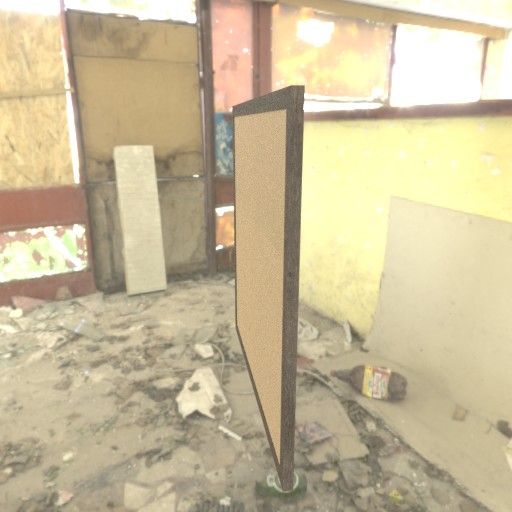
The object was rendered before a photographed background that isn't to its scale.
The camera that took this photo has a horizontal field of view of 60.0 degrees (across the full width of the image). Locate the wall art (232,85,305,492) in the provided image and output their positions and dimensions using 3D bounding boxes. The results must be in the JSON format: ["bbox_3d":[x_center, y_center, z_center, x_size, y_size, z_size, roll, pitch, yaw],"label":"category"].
[{"bbox_3d":[0.000,0.000,0.685,0.013,0.457,0.457,-3,17,-9],"label":"wall art"}]
